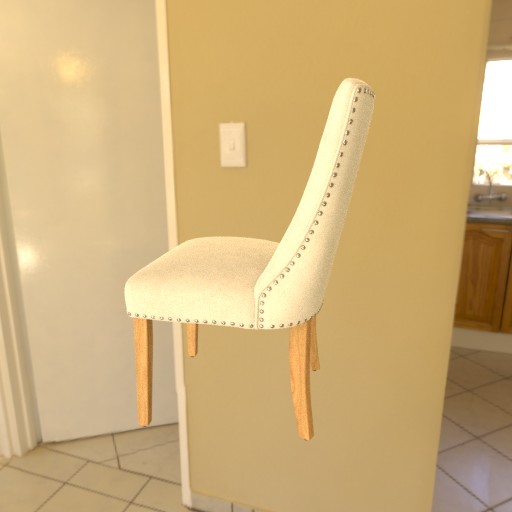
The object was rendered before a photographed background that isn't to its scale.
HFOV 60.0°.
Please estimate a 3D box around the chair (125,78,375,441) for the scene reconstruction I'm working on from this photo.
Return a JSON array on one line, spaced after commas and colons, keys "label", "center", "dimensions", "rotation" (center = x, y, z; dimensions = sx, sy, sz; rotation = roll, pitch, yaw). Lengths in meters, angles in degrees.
[{"label": "chair", "center": [0.000, 0.000, 1.287], "dimensions": [0.610, 0.902, 0.495], "rotation": [3, 14, 10]}]
